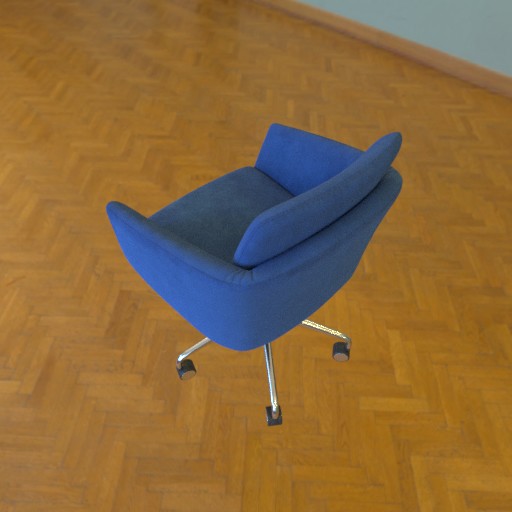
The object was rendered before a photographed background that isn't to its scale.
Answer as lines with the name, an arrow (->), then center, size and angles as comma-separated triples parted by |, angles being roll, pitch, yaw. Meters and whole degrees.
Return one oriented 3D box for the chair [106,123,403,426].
chair -> 0.000, 0.000, 1.335 | 0.641, 0.908, 0.635 | -35, 56, -28
